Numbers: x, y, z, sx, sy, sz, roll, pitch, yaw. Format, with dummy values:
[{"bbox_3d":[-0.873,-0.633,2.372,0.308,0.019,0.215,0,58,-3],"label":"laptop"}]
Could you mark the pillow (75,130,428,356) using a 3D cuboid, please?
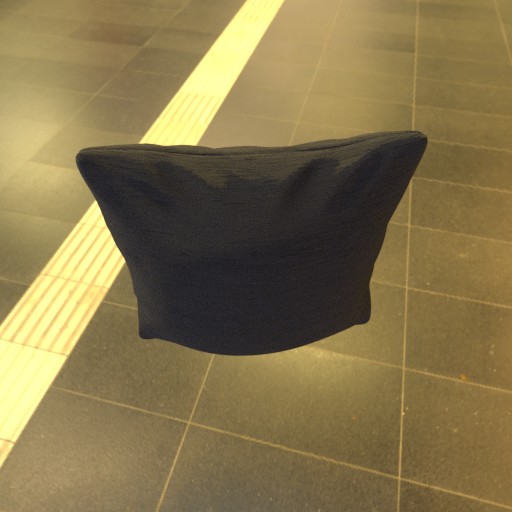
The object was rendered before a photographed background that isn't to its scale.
[{"bbox_3d":[0.000,0.000,0.684,0.432,0.414,0.246,-4,48,-3],"label":"pillow"}]
